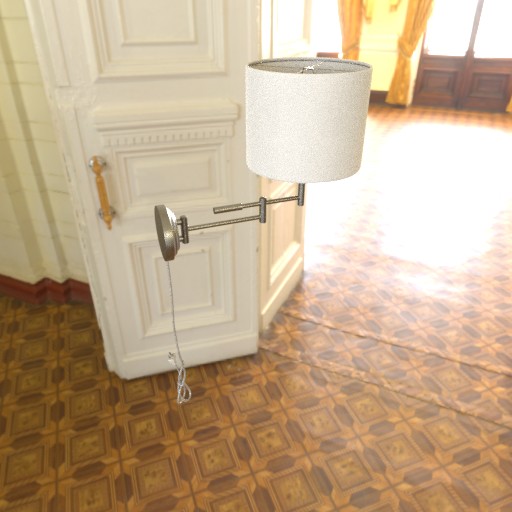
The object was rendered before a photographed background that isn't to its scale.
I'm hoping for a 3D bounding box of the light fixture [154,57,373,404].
[{"bbox_3d":[0.000,0.000,1.065,0.479,0.842,0.253,-11,32,-18],"label":"light fixture"}]
